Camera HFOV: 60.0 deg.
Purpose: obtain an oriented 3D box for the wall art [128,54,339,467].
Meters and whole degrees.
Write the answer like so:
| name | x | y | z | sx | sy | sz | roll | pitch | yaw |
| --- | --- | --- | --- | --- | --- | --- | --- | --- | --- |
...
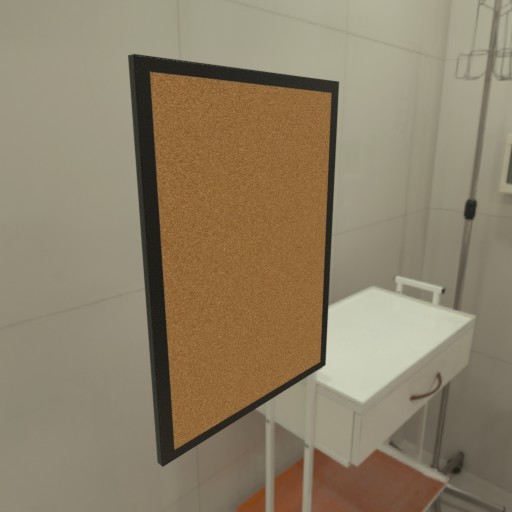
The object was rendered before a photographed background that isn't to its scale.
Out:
| name | x | y | z | sx | sy | sz | roll | pitch | yaw |
| --- | --- | --- | --- | --- | --- | --- | --- | --- | --- |
| wall art | 0.000 | 0.000 | 0.847 | 0.016 | 0.657 | 0.480 | 15 | 22 | 42 |
